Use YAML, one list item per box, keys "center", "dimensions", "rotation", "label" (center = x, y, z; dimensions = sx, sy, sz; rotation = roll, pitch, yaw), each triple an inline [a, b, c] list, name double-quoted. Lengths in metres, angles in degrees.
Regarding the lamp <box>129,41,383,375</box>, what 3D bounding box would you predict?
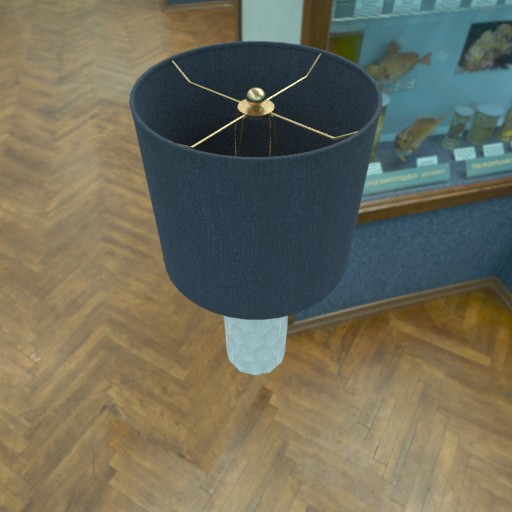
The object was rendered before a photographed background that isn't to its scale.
- center: [0.000, 0.000, 0.686]
  dimensions: [0.277, 0.537, 0.277]
  rotation: [-9, 47, -9]
  label: "lamp"
